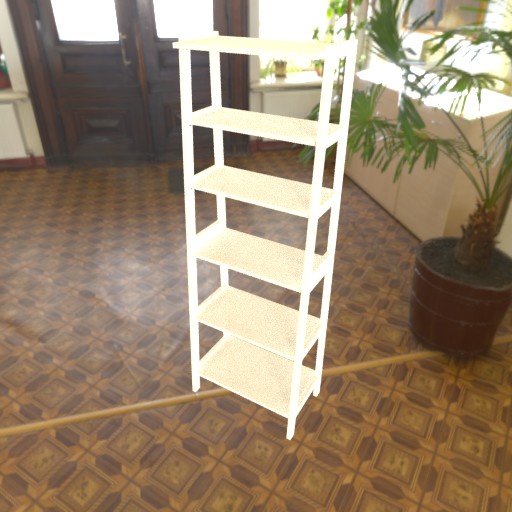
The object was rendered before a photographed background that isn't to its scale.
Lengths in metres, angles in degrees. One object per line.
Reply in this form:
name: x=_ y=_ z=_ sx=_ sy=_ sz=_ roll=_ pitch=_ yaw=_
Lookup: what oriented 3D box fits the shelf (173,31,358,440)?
shelf: x=0.000 y=0.000 z=2.143 sx=0.660 sy=1.892 sz=0.381 roll=17 pitch=36 yaw=26
